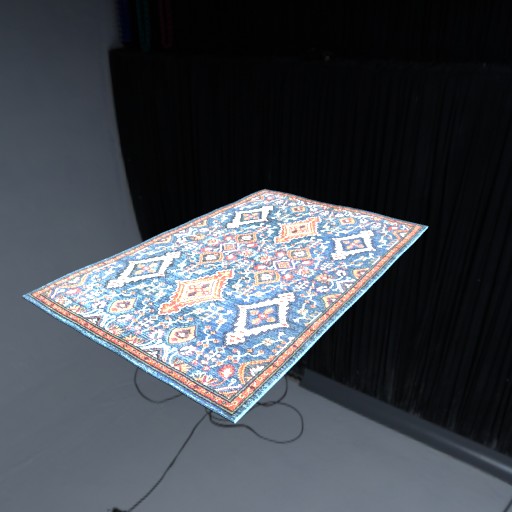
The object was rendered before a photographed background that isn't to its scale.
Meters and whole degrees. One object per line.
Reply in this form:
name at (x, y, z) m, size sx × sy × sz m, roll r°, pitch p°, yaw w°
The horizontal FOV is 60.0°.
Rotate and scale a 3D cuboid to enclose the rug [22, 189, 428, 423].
rug at (0.000, 0.000, 2.271) m, size 1.195 × 0.014 × 1.847 m, roll 18°, pitch 32°, yaw 32°
